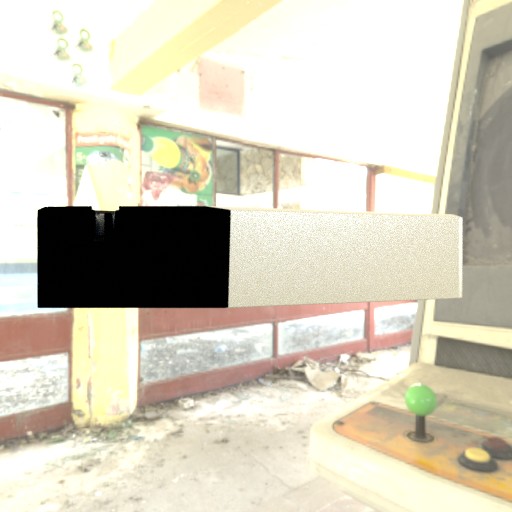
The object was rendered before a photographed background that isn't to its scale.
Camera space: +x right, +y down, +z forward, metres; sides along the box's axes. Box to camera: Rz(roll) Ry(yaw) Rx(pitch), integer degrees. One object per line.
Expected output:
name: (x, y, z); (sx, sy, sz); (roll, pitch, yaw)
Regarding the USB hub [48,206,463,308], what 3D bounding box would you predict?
USB hub: (0.000, 0.000, 0.125); (0.110, 0.023, 0.044); (0, 1, -19)
